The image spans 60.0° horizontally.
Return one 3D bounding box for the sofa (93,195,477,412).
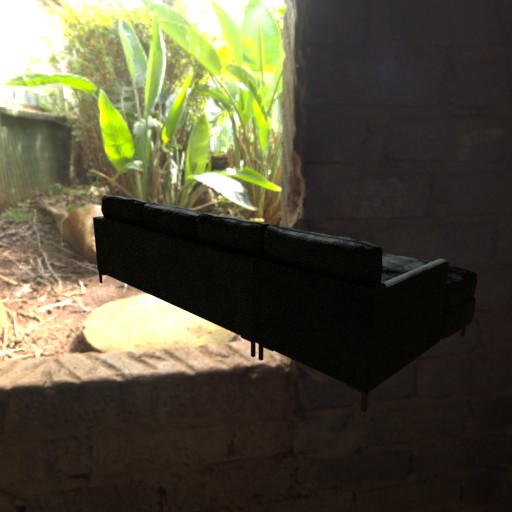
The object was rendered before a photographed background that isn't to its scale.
[{"bbox_3d":[0.000,0.000,4.062,1.500,0.967,3.400,-14,20,-43],"label":"sofa"}]
